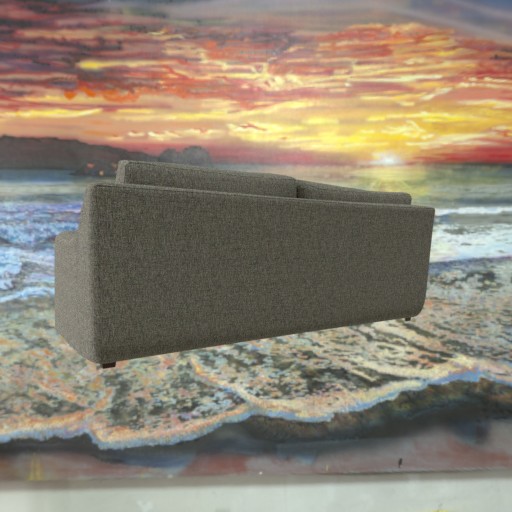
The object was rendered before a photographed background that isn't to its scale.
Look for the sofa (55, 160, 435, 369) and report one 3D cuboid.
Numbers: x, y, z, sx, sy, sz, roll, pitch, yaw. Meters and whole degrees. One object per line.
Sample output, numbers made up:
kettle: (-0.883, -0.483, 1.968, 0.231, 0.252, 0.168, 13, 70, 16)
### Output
sofa: (0.000, 0.000, 2.988, 2.418, 0.998, 1.103, -1, 2, -34)
